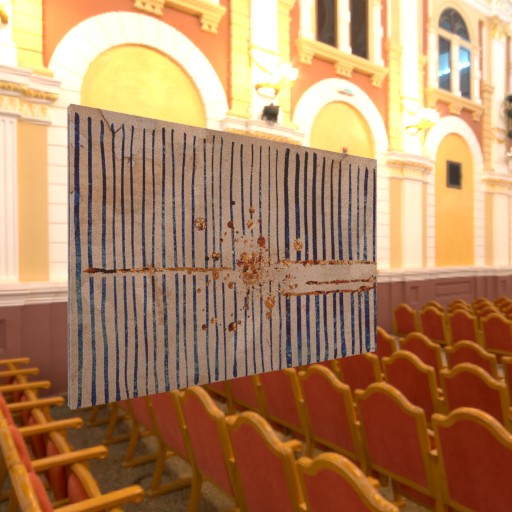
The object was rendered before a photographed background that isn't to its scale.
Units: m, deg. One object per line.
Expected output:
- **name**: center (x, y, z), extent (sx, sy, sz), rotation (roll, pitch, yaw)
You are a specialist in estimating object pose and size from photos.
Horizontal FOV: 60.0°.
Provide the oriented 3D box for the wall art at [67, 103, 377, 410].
- **wall art**: center (0.000, 0.000, 1.156), extent (0.919, 0.609, 0.030), rotation (0, 1, -35)
